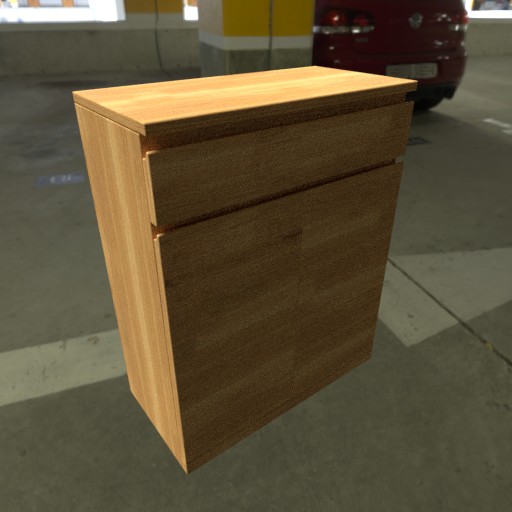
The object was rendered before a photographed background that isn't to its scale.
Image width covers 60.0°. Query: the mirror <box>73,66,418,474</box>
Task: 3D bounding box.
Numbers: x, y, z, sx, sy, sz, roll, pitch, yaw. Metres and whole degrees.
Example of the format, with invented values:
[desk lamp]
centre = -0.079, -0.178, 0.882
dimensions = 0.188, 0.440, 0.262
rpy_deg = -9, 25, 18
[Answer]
[mirror]
centre = 0.000, 0.000, 1.379
dimensions = 0.800, 1.000, 0.400
rpy_deg = -21, 36, -32
